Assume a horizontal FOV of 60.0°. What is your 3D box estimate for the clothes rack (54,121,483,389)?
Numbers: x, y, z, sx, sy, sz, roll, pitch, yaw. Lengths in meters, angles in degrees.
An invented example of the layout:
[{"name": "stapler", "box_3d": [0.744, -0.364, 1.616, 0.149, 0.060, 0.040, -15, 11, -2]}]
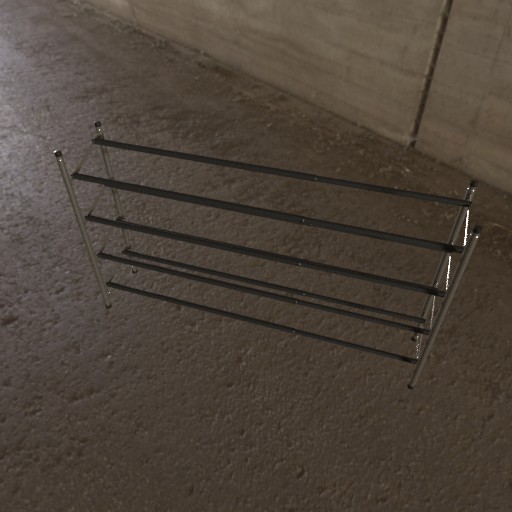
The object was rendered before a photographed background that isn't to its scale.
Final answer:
[{"name": "clothes rack", "box_3d": [0.000, 0.000, 1.450, 1.168, 0.672, 0.229, 12, 43, 13]}]
